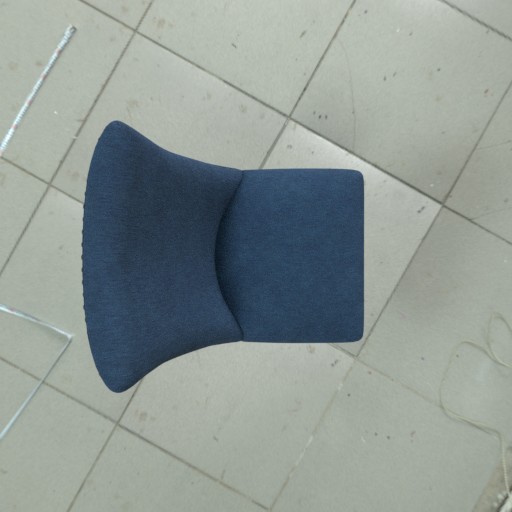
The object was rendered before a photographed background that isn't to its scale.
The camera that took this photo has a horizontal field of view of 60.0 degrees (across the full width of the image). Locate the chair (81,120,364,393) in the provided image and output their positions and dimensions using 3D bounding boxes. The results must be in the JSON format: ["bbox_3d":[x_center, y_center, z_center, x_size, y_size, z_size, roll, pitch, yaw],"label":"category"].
[{"bbox_3d":[0.000,0.000,1.205,0.610,0.902,0.495,0,90,0],"label":"chair"}]
